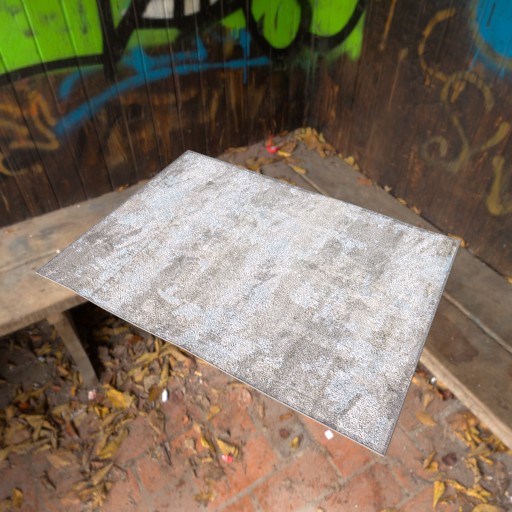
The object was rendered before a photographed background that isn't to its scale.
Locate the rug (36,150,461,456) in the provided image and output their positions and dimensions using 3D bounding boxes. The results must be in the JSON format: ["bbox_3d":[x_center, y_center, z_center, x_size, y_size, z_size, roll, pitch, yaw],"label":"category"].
[{"bbox_3d":[0.000,0.000,4.215,3.307,0.013,2.393,22,49,20],"label":"rug"}]
